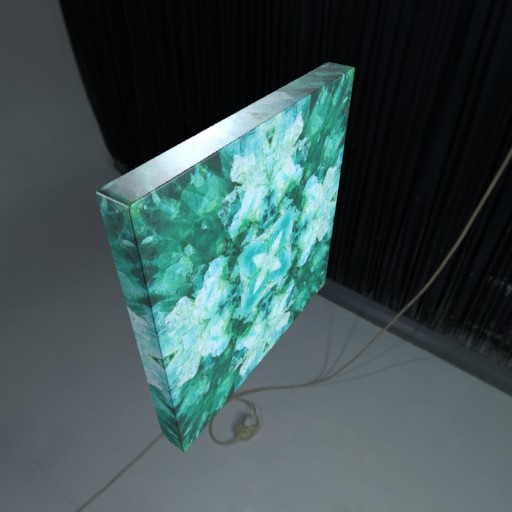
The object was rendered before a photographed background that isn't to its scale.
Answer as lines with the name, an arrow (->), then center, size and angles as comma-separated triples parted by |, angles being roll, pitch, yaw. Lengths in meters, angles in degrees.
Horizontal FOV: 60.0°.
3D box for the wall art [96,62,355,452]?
wall art -> 0.000, 0.000, 0.470 | 0.033, 0.313, 0.313 | 24, 46, 26
